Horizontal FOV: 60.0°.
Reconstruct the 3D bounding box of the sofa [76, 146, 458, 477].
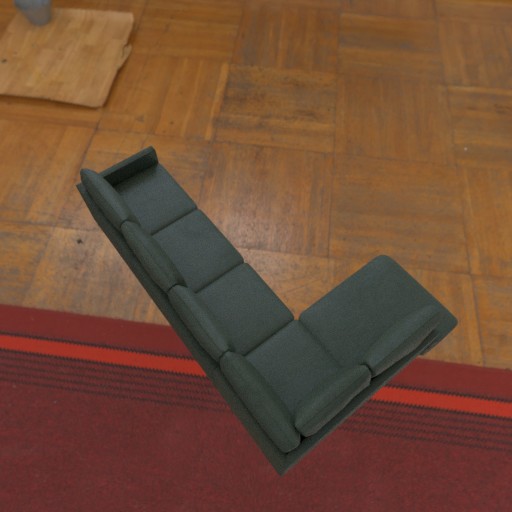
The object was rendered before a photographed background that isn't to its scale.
[{"bbox_3d":[0.000,0.000,4.368,2.048,0.996,3.384,-34,65,-18],"label":"sofa"}]
